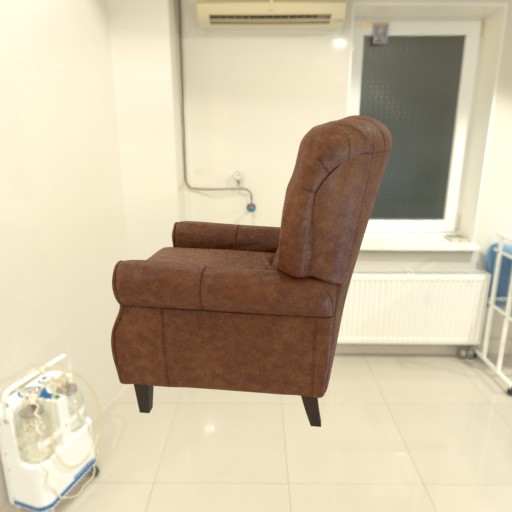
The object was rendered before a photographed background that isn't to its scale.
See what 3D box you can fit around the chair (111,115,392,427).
[{"bbox_3d":[0.000,0.000,1.929,1.059,1.164,0.951,2,16,7],"label":"chair"}]
